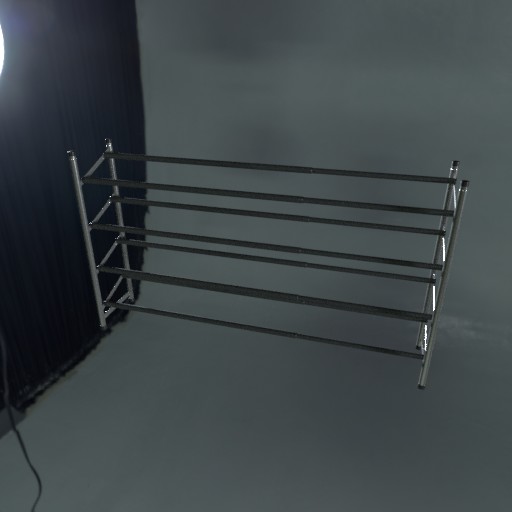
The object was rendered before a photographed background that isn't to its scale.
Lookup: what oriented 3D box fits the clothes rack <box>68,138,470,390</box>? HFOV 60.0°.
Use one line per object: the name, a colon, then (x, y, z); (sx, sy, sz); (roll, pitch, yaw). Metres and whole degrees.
clothes rack: (0.000, 0.000, 1.483); (1.168, 0.672, 0.229); (7, 27, 14)
